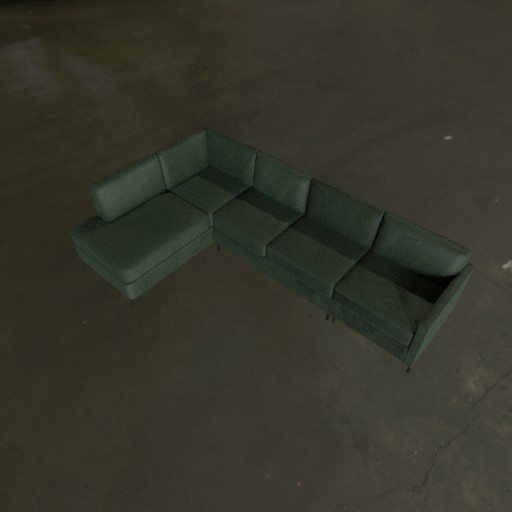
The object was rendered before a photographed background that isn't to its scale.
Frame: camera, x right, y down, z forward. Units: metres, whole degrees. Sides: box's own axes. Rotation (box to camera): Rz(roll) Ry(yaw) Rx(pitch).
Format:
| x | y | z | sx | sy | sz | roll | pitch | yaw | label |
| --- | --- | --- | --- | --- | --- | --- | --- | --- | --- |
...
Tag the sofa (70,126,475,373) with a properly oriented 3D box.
| x | y | z | sx | sy | sz | roll | pitch | yaw | label |
| --- | --- | --- | --- | --- | --- | --- | --- | --- | --- |
| 0.000 | 0.000 | 4.337 | 3.384 | 0.996 | 2.048 | 32 | 53 | 28 | sofa |
